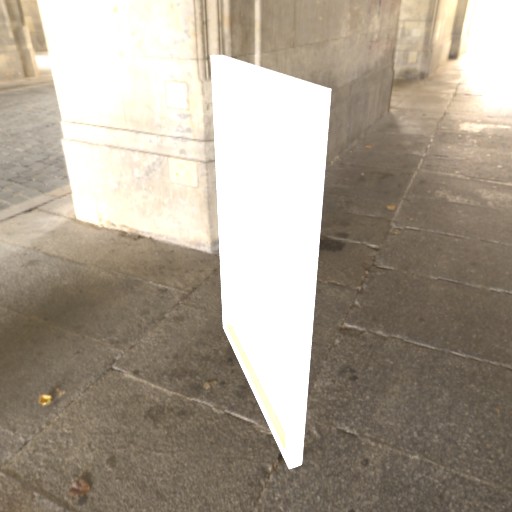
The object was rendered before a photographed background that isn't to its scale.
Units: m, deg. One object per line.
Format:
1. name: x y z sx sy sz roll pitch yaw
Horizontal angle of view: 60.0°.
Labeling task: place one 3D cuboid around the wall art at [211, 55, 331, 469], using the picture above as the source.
1. wall art: 0.000 0.000 1.158 0.038 0.912 0.607 -10 31 -17
